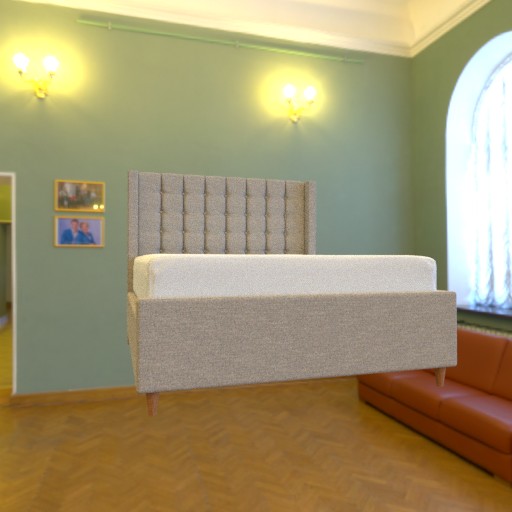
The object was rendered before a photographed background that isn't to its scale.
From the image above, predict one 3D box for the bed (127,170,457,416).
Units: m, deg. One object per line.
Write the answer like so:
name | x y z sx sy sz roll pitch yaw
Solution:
bed | 0.000 0.000 3.747 2.044 1.748 2.372 0 -1 -17
